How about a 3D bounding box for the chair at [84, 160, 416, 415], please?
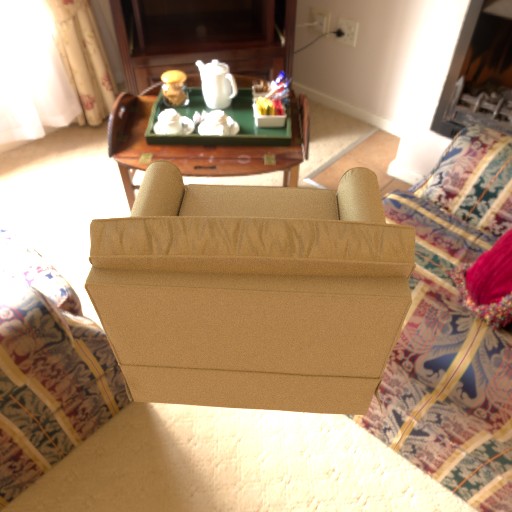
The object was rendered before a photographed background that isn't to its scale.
[{"bbox_3d":[0.000,0.000,1.827,1.096,0.937,0.903,2,46,2],"label":"chair"}]
